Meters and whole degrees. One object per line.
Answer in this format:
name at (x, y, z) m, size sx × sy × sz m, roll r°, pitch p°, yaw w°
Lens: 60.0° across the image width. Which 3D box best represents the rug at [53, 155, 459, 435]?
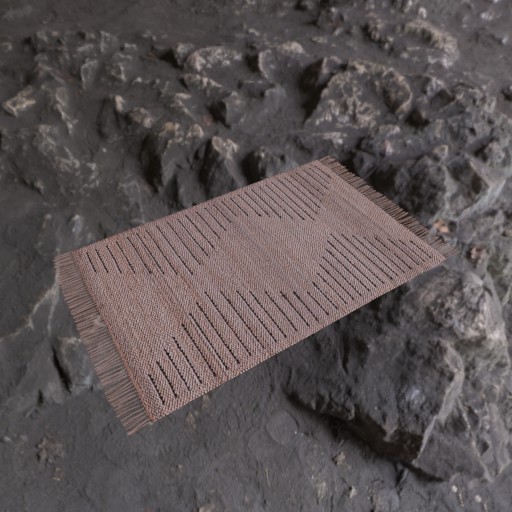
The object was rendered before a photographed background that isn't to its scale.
rug at (0.000, 0.000, 2.586) m, size 2.085 × 0.027 × 1.224 m, roll -24°, pitch 50°, yaw -22°
